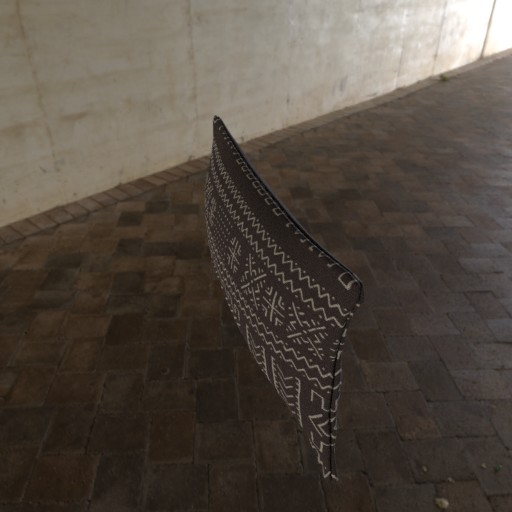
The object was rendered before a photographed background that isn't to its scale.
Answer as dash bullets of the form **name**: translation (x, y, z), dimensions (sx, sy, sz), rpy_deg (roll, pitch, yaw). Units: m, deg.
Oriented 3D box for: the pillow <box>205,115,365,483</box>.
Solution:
- **pillow**: translation (0.000, 0.000, 0.768), dimensions (0.135, 0.322, 0.667), rpy_deg (-9, 33, -14)
